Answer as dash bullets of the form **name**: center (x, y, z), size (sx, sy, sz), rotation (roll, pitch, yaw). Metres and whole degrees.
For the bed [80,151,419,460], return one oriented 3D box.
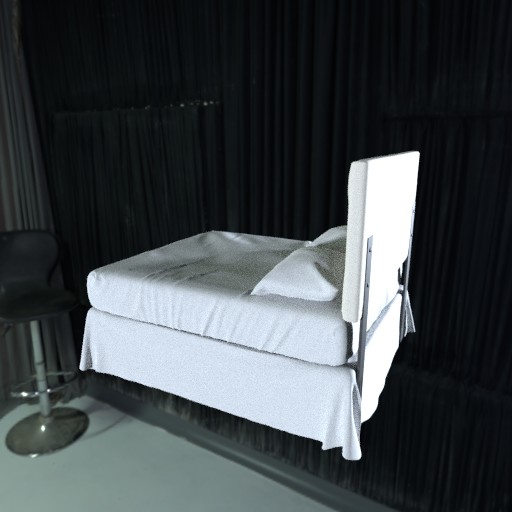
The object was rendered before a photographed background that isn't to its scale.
- **bed**: center (0.000, 0.000, 3.447), size (2.222, 1.577, 1.936), rotation (8, 17, 27)
